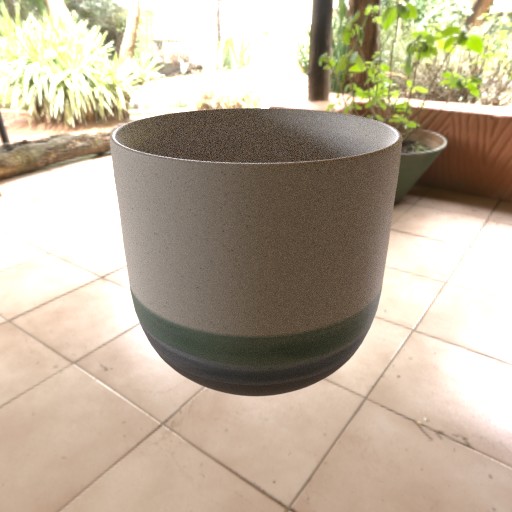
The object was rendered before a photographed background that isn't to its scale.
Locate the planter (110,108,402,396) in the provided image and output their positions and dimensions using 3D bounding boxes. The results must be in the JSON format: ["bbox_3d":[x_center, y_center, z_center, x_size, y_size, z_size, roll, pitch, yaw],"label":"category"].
[{"bbox_3d":[0.000,0.000,0.478,0.268,0.270,0.268,0,26,0],"label":"planter"}]
